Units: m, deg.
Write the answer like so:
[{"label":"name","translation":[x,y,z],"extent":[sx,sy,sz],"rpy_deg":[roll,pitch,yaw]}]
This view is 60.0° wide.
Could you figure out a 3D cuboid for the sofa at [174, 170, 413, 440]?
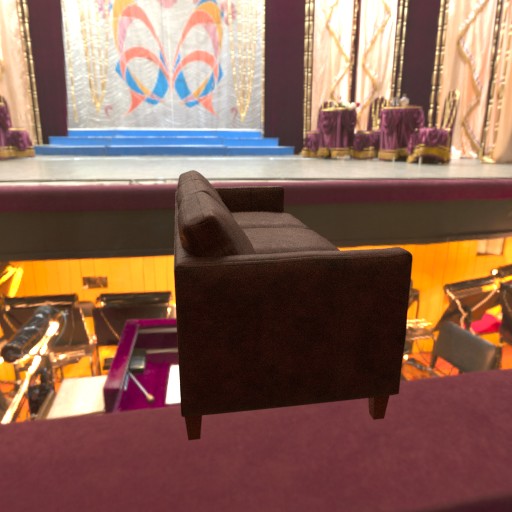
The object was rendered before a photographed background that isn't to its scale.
[{"label":"sofa","translation":[0.000,0.000,2.980],"extent":[1.045,1.006,2.464],"rpy_deg":[-3,16,-9]}]
